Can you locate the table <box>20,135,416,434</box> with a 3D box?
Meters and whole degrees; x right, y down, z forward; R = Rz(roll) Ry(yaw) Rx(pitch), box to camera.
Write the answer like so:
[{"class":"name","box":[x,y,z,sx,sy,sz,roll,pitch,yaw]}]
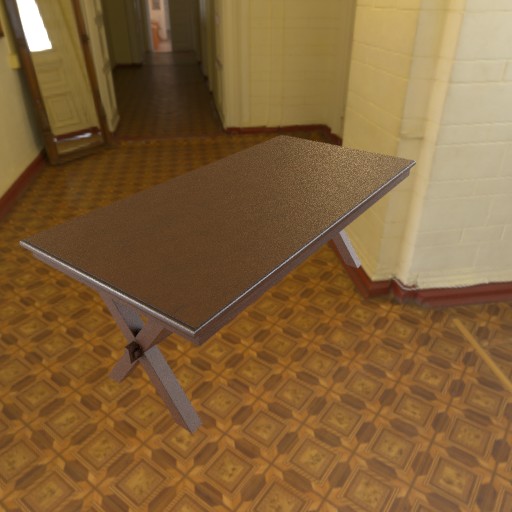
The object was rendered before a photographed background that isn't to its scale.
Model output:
[{"class":"table","box":[0.000,0.000,1.489,0.594,0.459,1.197,20,36,30]}]
